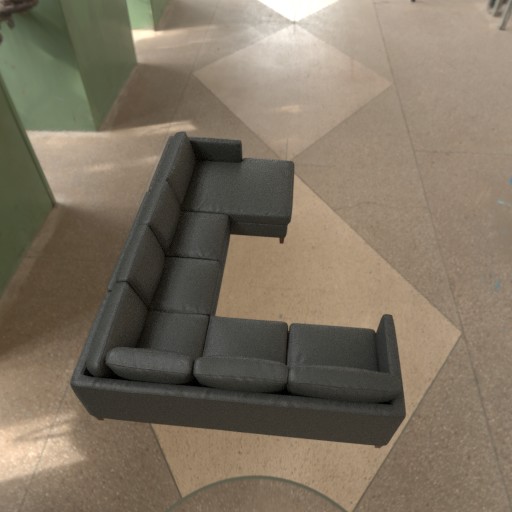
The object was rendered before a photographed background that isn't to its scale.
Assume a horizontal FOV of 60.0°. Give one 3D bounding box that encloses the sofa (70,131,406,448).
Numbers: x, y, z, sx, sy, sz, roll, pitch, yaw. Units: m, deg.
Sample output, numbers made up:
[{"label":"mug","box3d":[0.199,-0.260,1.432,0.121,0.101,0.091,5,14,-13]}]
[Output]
[{"label":"sofa","box3d":[0.000,0.000,4.647,2.593,0.923,3.460,4,48,4]}]
